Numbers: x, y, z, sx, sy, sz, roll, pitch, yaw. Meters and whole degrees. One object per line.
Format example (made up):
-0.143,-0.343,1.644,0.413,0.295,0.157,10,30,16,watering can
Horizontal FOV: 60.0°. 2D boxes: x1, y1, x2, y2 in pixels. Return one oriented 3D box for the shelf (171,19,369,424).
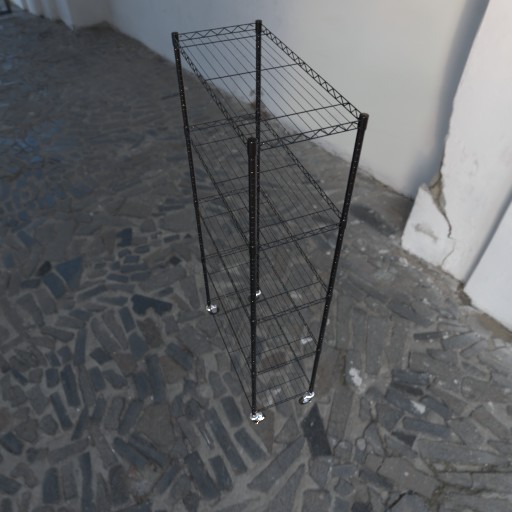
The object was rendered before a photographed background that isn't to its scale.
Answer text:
0.000,0.000,1.930,0.356,1.645,0.762,-16,49,-15,shelf
